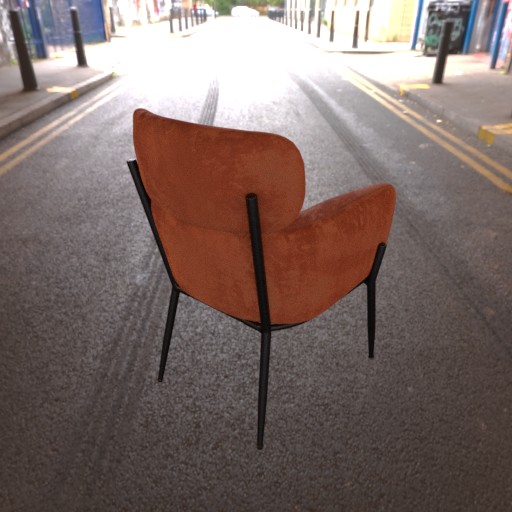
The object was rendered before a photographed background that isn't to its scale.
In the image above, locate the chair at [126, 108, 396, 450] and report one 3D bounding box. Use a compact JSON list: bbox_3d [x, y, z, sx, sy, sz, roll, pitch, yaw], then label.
[{"bbox_3d":[0.000,0.000,1.159,0.561,0.772,0.523,21,36,32],"label":"chair"}]
